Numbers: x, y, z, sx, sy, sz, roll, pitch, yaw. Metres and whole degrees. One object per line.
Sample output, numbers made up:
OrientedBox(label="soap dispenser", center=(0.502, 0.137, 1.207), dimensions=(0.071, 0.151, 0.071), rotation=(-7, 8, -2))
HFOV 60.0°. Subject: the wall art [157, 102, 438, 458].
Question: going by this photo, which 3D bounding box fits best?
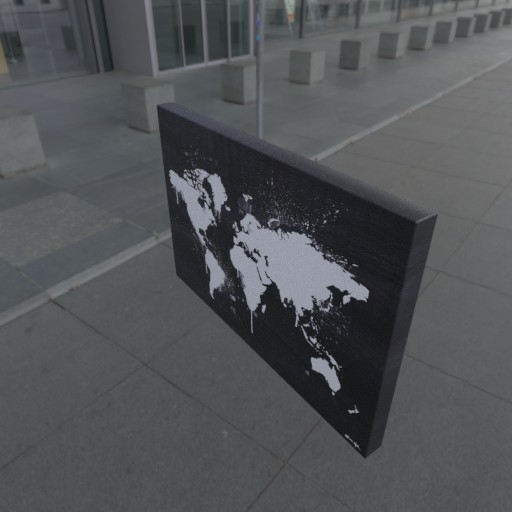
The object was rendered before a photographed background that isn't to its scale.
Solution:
OrientedBox(label="wall art", center=(0.000, 0.000, 0.781), dimensions=(0.038, 0.409, 0.610), rotation=(-21, 38, -30))
